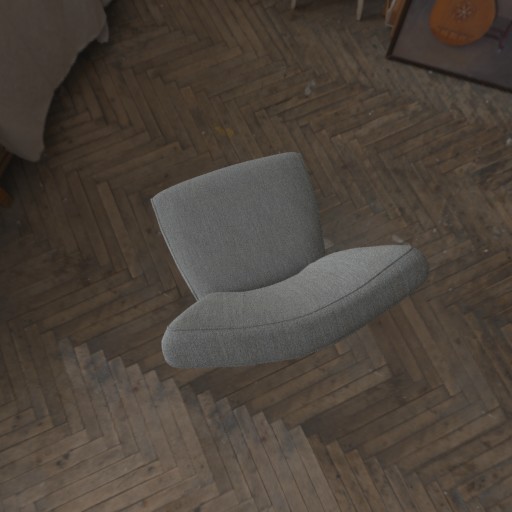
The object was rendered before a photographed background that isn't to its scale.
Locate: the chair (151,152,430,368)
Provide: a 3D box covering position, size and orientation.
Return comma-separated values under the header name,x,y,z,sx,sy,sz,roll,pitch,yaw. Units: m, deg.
name,x,y,z,sx,sy,sz,roll,pitch,yaw
chair,0.000,0.000,1.329,0.520,0.991,0.660,-18,75,-5
